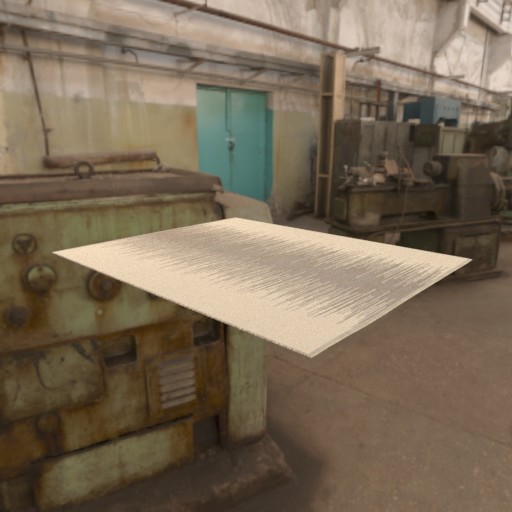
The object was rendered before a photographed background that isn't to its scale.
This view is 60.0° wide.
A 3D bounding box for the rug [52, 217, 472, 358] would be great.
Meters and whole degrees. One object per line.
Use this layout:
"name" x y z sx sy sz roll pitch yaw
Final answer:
"rug" 0.000 0.000 4.090 3.037 0.010 2.453 14 21 41
